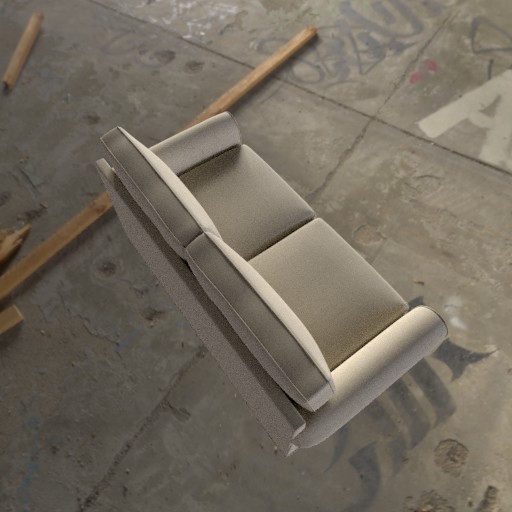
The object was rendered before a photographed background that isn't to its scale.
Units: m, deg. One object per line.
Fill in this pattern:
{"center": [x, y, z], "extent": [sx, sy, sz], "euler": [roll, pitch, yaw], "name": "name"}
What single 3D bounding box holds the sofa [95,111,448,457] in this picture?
{"center": [0.000, 0.000, 2.287], "extent": [0.861, 0.933, 1.774], "euler": [-33, 64, -18], "name": "sofa"}
